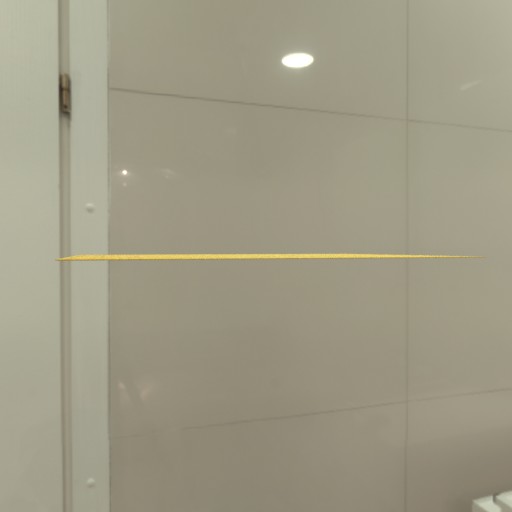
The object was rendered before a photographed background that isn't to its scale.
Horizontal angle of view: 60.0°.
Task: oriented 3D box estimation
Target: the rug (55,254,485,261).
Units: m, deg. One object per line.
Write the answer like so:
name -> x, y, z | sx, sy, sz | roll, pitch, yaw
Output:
rug -> 0.000, 0.000, 3.746 | 2.895, 0.006, 1.981 | 0, 1, -18
